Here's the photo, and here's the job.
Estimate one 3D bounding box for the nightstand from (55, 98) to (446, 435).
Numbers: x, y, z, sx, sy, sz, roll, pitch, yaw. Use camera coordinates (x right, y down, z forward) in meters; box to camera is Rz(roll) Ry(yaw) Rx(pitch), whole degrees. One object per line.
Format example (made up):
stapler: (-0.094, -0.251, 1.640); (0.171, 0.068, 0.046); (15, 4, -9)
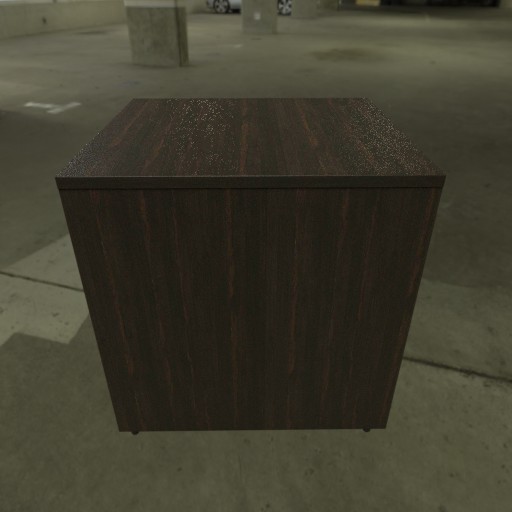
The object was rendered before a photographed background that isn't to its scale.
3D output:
nightstand: (0.000, 0.000, 0.794); (0.461, 0.460, 0.400); (0, 32, -1)
